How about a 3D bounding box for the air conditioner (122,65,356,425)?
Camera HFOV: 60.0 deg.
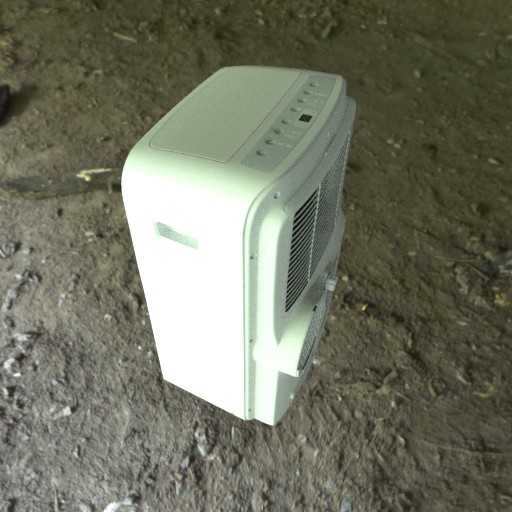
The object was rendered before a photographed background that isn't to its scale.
[{"bbox_3d":[0.000,0.000,0.967,0.365,0.700,0.454,18,49,16],"label":"air conditioner"}]
